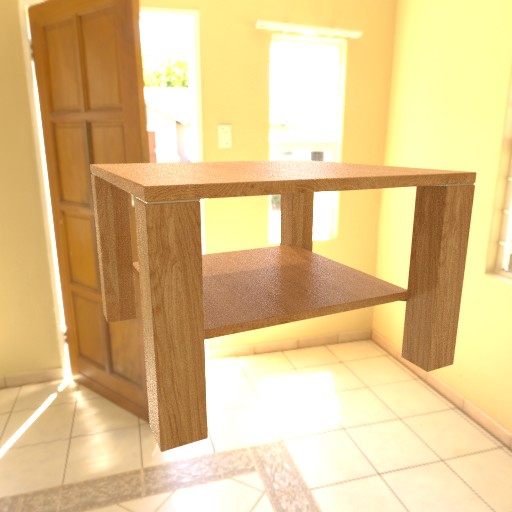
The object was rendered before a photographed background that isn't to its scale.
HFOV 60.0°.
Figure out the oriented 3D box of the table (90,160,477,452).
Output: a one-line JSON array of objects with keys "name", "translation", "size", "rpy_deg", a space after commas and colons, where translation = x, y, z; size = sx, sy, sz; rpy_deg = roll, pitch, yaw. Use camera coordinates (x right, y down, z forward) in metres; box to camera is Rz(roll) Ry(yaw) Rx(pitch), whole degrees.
[{"name": "table", "translation": [0.000, 0.000, 1.149], "size": [0.700, 0.450, 0.700], "rpy_deg": [-7, 16, -25]}]
